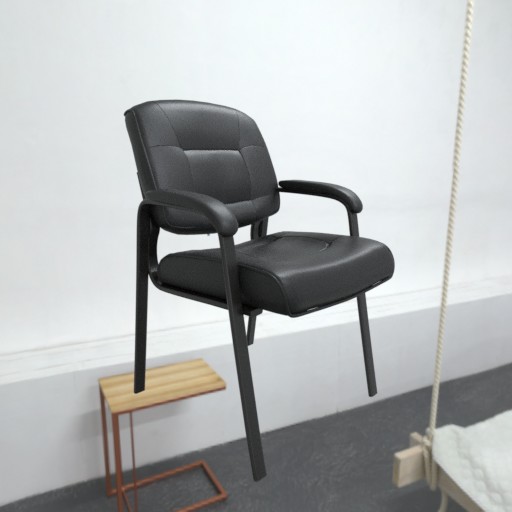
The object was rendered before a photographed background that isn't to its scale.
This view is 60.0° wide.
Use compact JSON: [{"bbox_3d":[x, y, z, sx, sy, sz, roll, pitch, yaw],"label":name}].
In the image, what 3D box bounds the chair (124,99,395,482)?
[{"bbox_3d":[0.000,0.000,1.306,0.668,0.910,0.591,13,18,43],"label":"chair"}]
